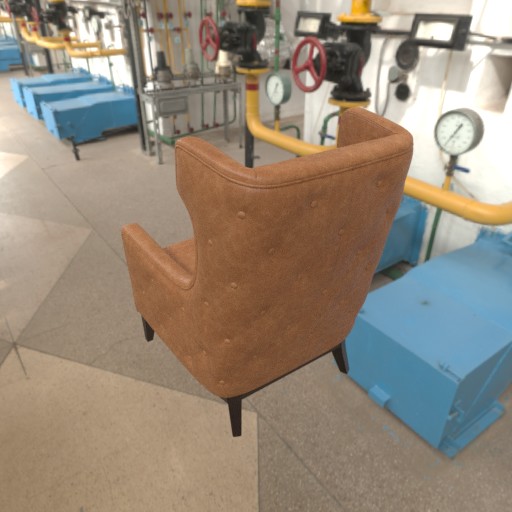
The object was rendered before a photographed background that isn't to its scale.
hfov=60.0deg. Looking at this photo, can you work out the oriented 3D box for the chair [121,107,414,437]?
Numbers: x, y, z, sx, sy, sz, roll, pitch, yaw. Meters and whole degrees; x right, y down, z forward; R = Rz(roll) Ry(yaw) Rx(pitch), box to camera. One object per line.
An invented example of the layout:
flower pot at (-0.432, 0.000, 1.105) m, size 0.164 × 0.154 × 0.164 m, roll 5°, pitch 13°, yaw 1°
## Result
chair at (0.000, 0.000, 1.703) m, size 0.766 × 1.079 × 0.899 m, roll -19°, pitch 36°, yaw -29°
